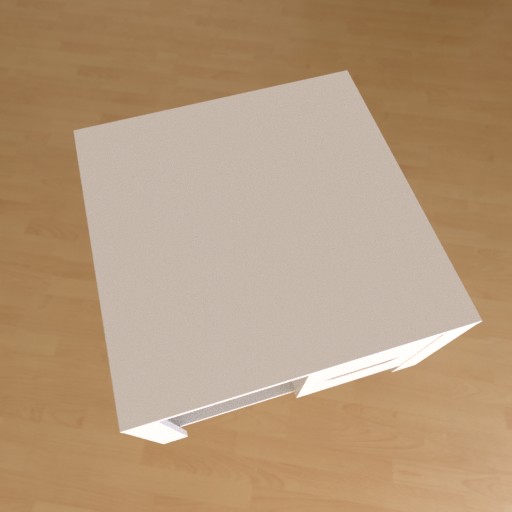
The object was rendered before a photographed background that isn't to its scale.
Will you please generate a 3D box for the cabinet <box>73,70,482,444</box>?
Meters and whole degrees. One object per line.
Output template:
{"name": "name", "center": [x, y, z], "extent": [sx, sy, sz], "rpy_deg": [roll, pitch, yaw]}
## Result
{"name": "cabinet", "center": [0.000, 0.000, 1.296], "extent": [0.800, 0.460, 0.800], "rpy_deg": [-15, 65, -7]}
